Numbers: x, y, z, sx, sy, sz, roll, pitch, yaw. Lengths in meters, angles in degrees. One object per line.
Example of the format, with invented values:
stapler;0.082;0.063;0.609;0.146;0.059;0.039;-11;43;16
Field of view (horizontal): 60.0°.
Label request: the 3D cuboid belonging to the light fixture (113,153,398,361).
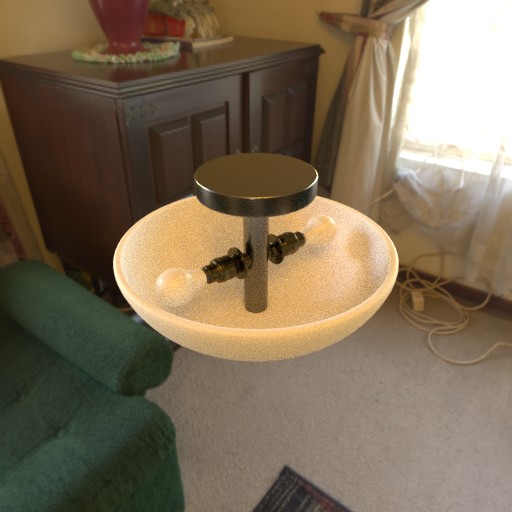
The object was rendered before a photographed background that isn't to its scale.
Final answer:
light fixture;0.000;0.000;0.540;0.330;0.214;0.330;0;31;0
